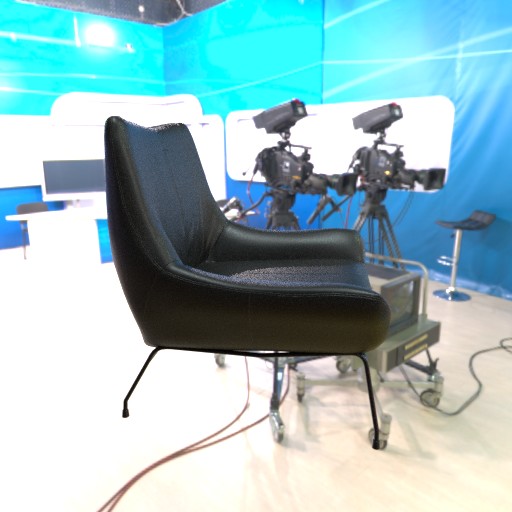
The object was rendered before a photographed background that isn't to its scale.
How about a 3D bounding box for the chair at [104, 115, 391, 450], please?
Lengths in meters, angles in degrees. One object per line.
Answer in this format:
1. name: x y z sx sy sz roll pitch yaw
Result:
1. chair: 0.000 0.000 1.557 0.826 0.922 0.836 2 15 8
